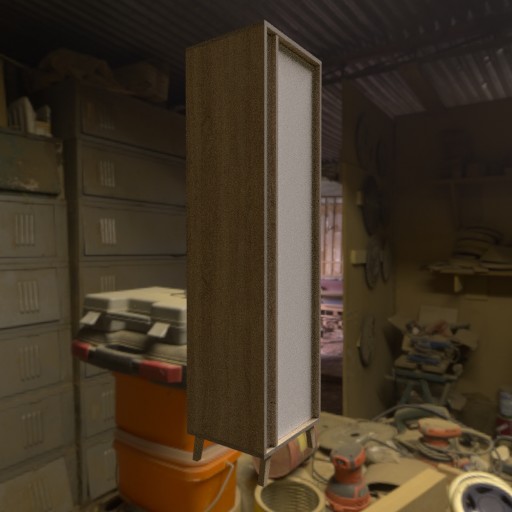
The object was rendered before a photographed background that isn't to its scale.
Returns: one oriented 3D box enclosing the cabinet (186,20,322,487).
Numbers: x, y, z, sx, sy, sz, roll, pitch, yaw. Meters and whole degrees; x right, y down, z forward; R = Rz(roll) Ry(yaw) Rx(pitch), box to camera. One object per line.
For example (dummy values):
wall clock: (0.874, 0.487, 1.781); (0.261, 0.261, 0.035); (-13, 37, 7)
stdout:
cabinet: (0.000, 0.000, 2.183); (0.450, 1.960, 0.510); (1, 1, 36)
